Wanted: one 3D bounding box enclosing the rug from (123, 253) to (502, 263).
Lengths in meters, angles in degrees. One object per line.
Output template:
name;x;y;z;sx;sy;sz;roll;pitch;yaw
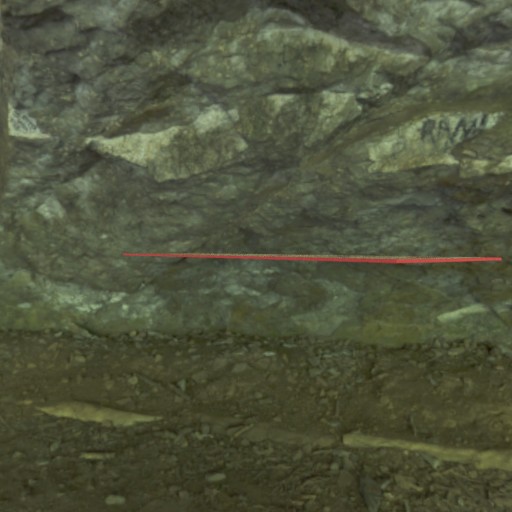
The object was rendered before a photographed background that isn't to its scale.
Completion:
rug;0.000;0.000;2.430;0.659;0.015;2.292;-1;1;-37
